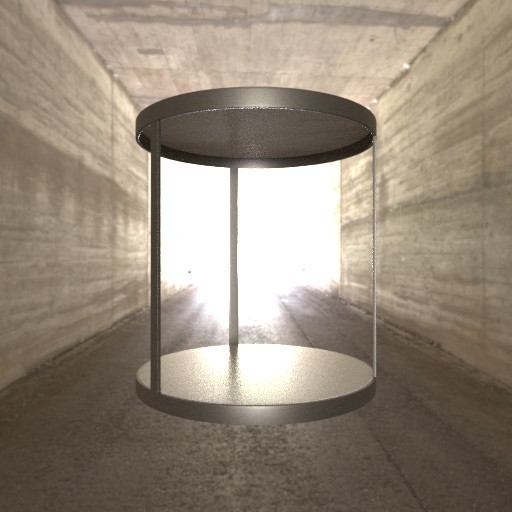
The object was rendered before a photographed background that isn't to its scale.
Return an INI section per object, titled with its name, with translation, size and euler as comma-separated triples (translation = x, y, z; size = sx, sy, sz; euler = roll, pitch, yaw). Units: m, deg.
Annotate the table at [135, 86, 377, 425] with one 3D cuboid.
[table]
translation = 0.000, 0.000, 0.847
size = 0.445, 0.479, 0.445
euler = 0, 0, 0
